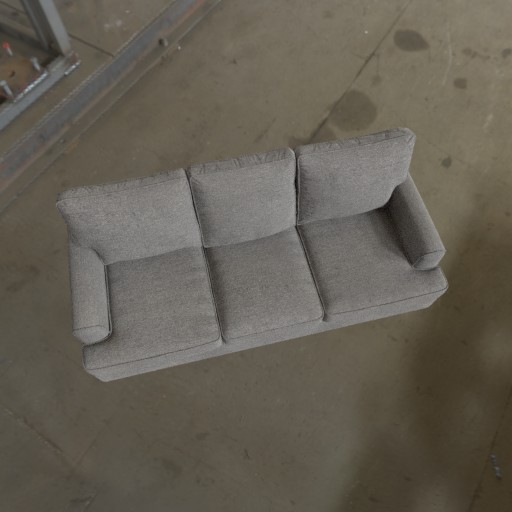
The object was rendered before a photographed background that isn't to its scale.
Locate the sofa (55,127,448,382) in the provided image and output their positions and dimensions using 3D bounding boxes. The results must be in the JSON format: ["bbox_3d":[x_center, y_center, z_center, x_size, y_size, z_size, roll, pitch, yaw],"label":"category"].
[{"bbox_3d":[0.000,0.000,2.680,2.158,0.965,0.951,-12,64,-6],"label":"sofa"}]
